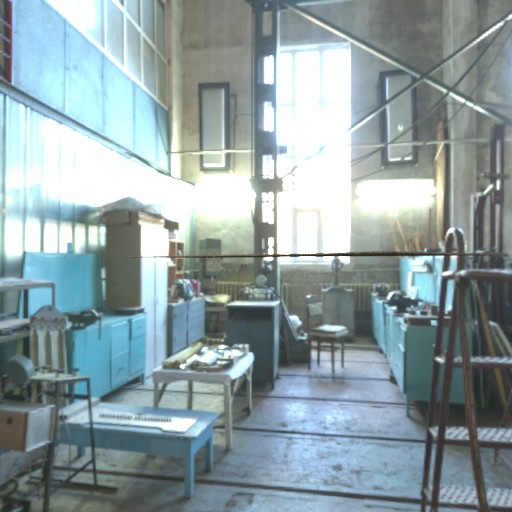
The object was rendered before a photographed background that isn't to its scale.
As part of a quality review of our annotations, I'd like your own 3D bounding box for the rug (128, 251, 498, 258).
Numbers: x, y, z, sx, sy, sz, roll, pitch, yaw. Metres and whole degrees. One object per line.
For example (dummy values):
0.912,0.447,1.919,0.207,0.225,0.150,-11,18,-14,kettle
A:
0.000,0.000,2.591,0.706,0.009,2.443,0,-1,-35,rug
